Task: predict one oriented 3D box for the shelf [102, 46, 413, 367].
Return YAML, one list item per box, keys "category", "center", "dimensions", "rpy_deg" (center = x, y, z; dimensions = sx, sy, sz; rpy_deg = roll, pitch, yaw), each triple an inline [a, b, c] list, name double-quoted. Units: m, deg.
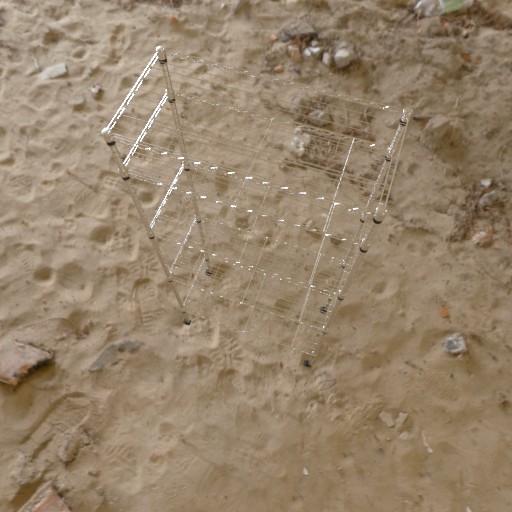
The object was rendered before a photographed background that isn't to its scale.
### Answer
- category: "shelf"
  center: [0.000, 0.000, 1.861]
  dimensions: [0.762, 1.587, 0.356]
  rpy_deg: [18, 65, 9]
